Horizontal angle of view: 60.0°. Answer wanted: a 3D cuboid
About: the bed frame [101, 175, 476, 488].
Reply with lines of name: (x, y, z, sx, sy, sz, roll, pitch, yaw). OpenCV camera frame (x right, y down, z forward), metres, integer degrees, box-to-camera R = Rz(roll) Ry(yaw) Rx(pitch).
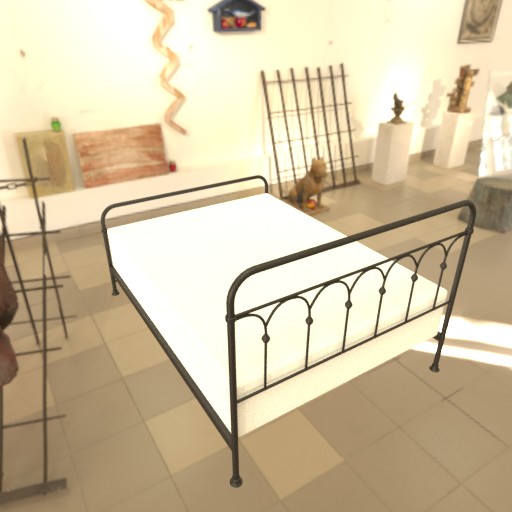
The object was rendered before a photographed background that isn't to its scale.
bed frame: (0.000, 0.000, 3.207, 1.664, 1.276, 2.203, -17, 33, -28)
